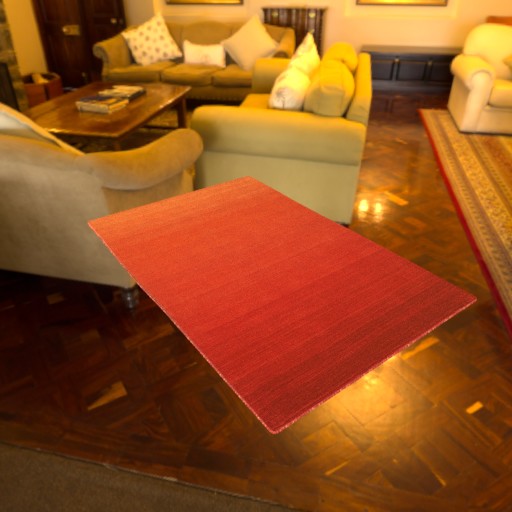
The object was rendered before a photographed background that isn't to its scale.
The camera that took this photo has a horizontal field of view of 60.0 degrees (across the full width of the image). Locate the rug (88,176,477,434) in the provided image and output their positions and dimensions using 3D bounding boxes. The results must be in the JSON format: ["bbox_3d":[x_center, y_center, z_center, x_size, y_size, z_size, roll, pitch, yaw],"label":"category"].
[{"bbox_3d":[0.000,0.000,2.386,1.230,0.018,1.835,-22,39,-30],"label":"rug"}]
